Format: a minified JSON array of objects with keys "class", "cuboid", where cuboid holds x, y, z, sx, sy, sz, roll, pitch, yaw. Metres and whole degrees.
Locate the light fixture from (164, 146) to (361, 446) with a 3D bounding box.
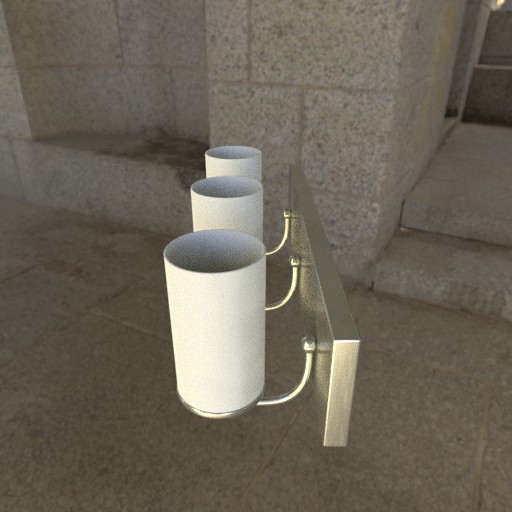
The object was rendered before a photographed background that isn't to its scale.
[{"class":"light fixture","cuboid":[0.000,0.000,0.526,0.145,0.172,0.451,0,27,0]}]
